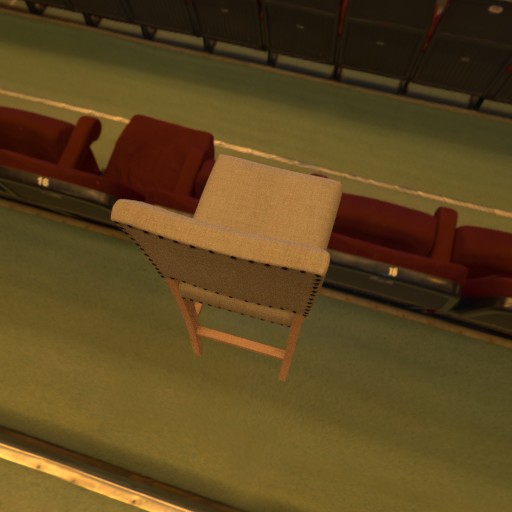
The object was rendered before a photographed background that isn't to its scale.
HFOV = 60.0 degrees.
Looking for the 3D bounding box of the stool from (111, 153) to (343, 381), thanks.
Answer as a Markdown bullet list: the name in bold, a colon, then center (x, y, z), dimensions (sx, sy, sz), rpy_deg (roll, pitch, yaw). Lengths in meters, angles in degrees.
- **stool**: center (0.000, 0.000, 1.473), dimensions (0.445, 1.173, 0.585), rpy_deg (15, 64, 7)
